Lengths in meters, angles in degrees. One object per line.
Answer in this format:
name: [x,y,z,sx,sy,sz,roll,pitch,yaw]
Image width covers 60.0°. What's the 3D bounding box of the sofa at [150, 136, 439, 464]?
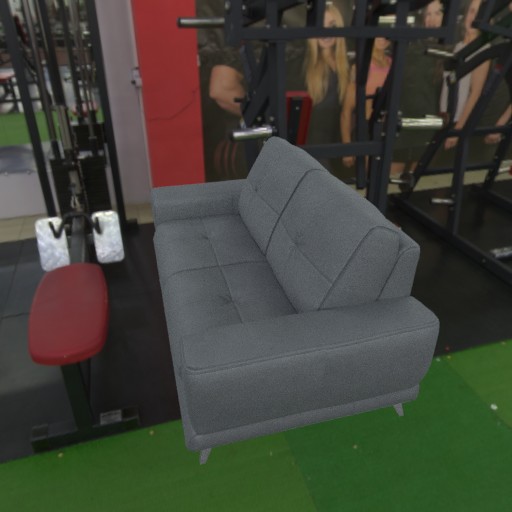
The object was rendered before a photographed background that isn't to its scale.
sofa: [0.000,0.000,2.359,1.018,0.907,1.806,-8,31,-13]
